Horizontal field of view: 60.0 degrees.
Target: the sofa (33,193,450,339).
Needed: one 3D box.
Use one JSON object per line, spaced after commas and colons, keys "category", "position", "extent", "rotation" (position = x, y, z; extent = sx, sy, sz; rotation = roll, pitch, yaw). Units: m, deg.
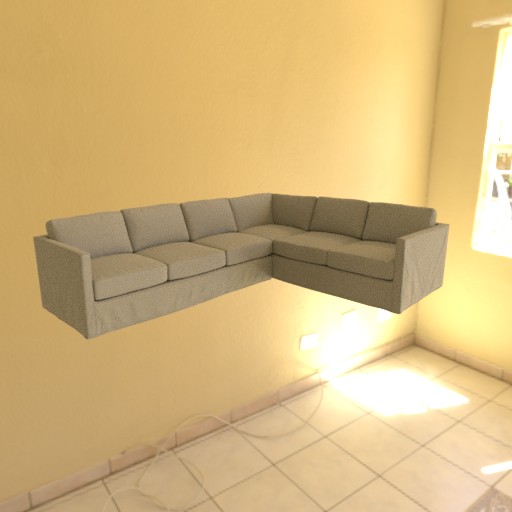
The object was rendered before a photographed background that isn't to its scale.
{"category": "sofa", "position": [0.000, 0.000, 4.255], "extent": [2.432, 0.871, 3.182], "rotation": [14, 20, 42]}
